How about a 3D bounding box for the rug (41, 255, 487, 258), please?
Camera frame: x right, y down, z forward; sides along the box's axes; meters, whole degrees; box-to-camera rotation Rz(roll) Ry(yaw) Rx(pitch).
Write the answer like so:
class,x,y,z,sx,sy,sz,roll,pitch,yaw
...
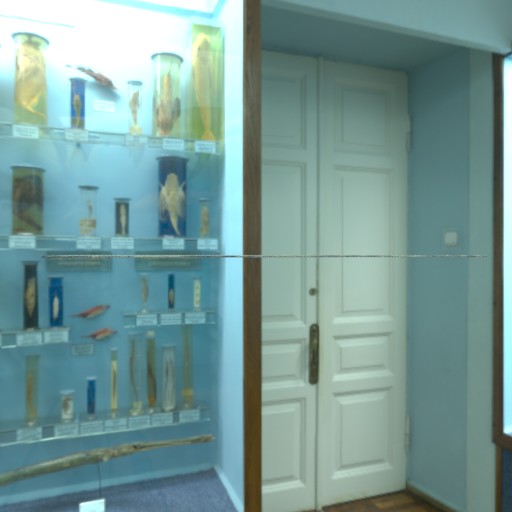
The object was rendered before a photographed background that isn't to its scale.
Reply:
class,x,y,z,sx,sy,sz,roll,pitch,yaw
rug,0.000,0.000,2.043,1.652,0.006,1.035,0,0,-18
